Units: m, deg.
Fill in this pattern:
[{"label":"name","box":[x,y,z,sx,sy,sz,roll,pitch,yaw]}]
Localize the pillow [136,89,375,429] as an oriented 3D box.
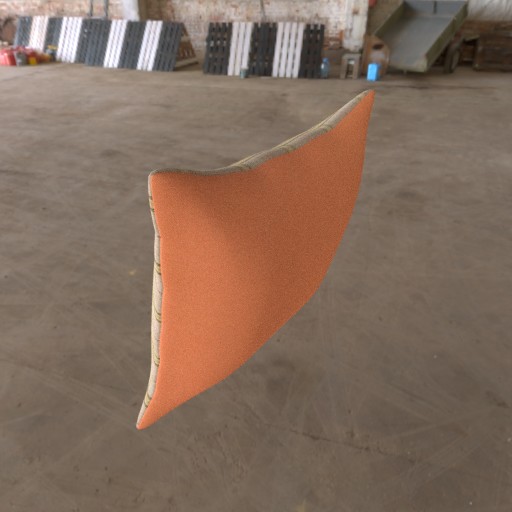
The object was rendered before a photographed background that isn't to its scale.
[{"label":"pillow","box":[0.000,0.000,0.672,0.200,0.430,0.453,21,38,31]}]
